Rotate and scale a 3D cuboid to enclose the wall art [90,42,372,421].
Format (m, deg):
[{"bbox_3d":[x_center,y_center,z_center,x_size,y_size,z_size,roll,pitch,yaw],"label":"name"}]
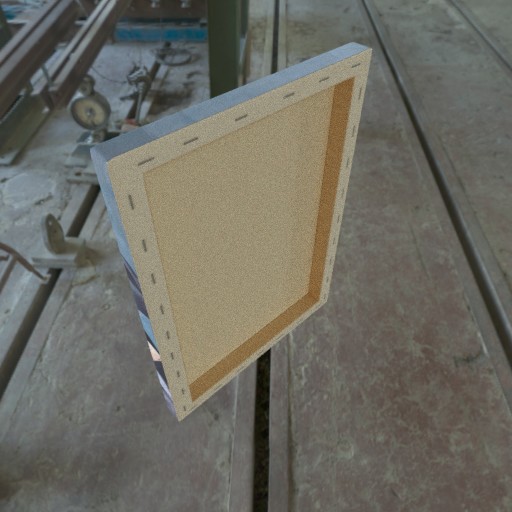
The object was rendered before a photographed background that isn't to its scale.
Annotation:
[{"bbox_3d":[0.000,0.000,0.790,0.455,0.613,0.037,-33,54,-29],"label":"wall art"}]
